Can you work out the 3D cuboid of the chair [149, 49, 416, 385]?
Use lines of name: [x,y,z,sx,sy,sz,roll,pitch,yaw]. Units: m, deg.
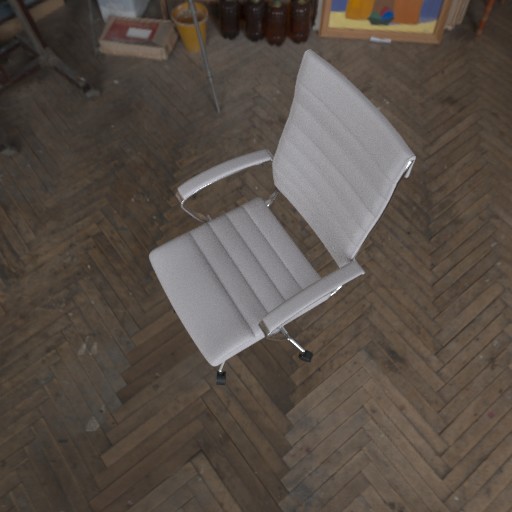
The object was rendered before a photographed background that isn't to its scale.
chair: [0.000,0.000,1.562,0.667,1.149,0.679,-29,67,-13]
